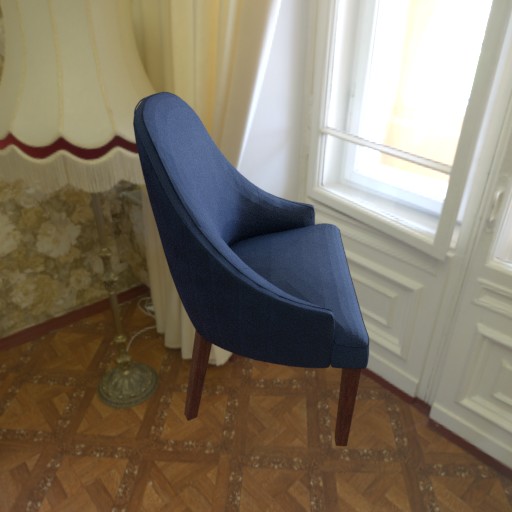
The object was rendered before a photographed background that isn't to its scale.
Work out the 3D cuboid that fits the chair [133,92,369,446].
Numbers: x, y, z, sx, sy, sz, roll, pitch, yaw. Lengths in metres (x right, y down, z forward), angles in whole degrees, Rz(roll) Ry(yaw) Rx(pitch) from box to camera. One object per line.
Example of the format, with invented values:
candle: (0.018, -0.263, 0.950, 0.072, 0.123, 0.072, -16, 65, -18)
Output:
chair: (0.000, 0.000, 1.300, 0.575, 0.889, 0.643, 1, 31, 2)
